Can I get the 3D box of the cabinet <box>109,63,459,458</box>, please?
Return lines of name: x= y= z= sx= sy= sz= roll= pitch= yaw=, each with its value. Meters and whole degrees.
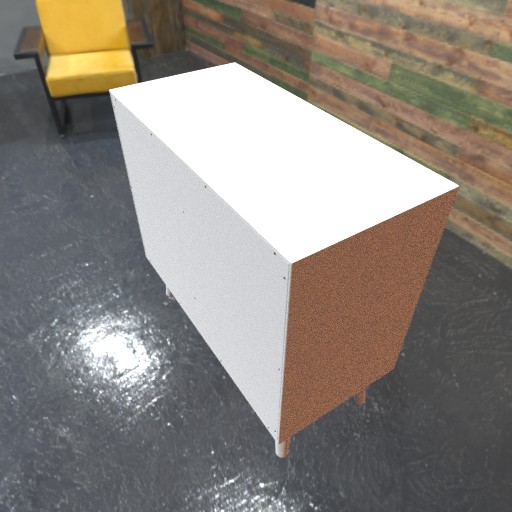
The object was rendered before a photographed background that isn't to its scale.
cabinet: x=0.000 y=0.000 z=1.244 sx=0.398 sy=0.761 sz=0.800 roll=-24 pitch=47 yaw=-24
